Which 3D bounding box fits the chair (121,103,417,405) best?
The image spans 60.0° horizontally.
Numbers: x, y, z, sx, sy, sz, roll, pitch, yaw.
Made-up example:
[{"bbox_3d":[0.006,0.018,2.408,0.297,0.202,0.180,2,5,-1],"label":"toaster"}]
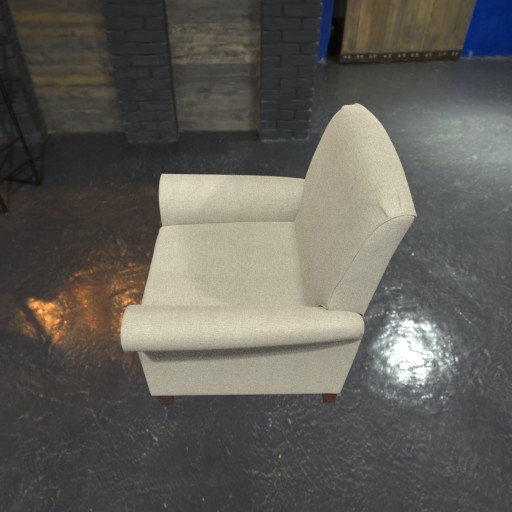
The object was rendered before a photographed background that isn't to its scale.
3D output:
[{"bbox_3d":[0.000,0.000,1.804,0.905,1.061,0.978,-1,42,-1],"label":"chair"}]
